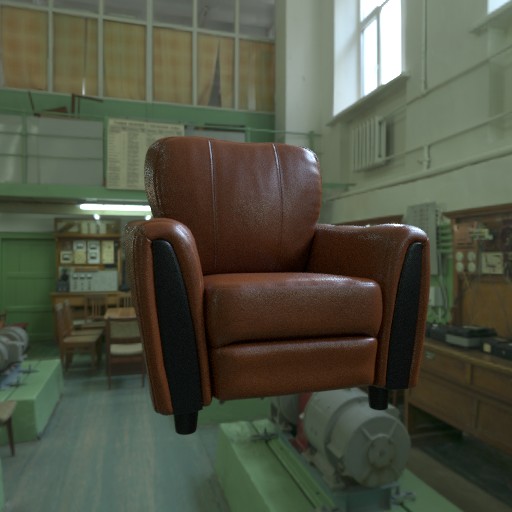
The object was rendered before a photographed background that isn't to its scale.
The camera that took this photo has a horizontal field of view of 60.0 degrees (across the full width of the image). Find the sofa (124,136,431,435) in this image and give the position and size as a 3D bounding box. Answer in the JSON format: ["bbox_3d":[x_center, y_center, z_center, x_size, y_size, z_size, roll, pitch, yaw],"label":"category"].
[{"bbox_3d":[0.000,0.000,1.467,0.836,0.876,0.789,0,0,-18],"label":"sofa"}]
